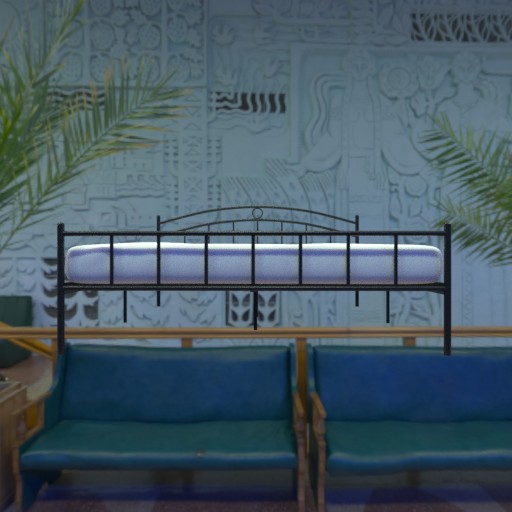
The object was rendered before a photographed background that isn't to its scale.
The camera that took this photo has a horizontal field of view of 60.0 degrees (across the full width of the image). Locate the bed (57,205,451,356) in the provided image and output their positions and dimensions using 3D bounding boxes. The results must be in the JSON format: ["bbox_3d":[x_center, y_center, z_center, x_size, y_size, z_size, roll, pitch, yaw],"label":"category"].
[{"bbox_3d":[0.000,0.000,3.120,1.880,0.940,2.040,0,0,1],"label":"bed"}]
